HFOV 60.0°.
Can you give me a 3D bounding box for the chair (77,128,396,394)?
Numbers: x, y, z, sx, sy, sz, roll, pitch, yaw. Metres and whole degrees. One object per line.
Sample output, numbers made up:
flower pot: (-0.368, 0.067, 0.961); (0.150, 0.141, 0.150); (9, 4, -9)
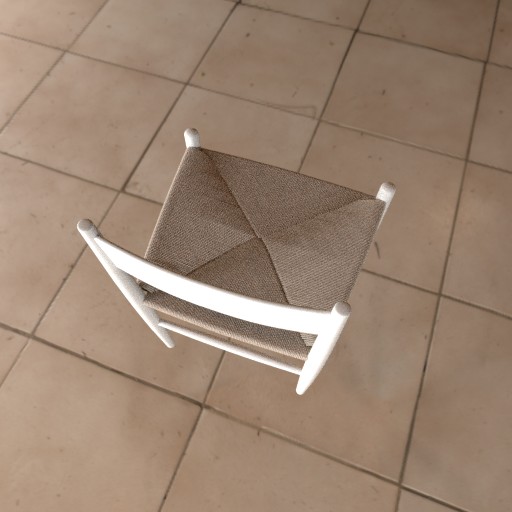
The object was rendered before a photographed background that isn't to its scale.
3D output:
chair: (0.000, 0.000, 1.108); (0.556, 0.762, 0.495); (17, 64, 9)
